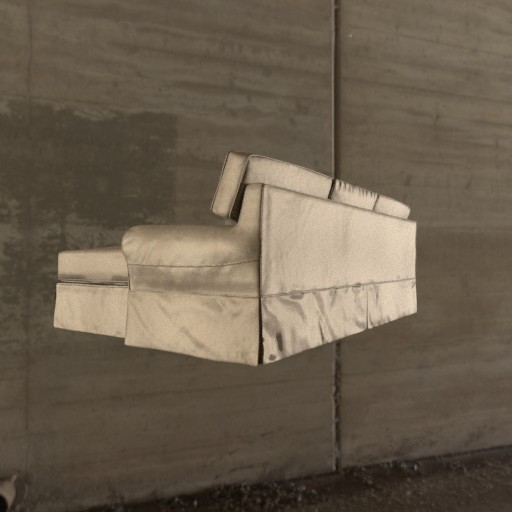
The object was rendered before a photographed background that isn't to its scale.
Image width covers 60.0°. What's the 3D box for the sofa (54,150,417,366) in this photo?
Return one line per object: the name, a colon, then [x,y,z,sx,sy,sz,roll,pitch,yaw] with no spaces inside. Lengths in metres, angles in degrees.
sofa: [0.000,0.000,3.342,1.733,0.978,2.475,0,-1,35]
